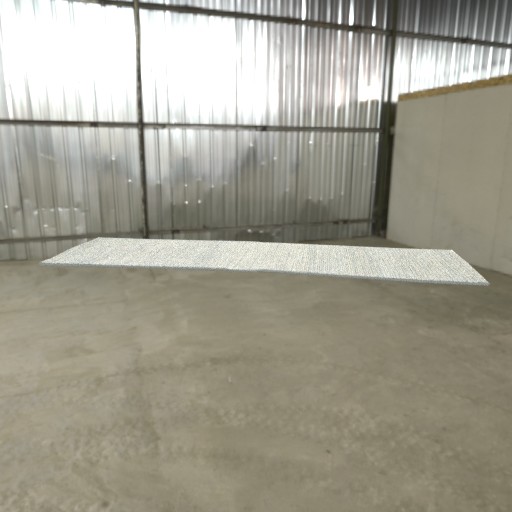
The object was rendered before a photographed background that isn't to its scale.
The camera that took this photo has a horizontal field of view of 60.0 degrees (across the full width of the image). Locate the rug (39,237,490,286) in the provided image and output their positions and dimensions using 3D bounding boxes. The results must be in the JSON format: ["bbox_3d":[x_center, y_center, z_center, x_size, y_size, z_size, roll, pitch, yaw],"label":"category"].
[{"bbox_3d":[0.000,0.000,2.584,2.341,0.037,0.675,2,14,9],"label":"rug"}]
